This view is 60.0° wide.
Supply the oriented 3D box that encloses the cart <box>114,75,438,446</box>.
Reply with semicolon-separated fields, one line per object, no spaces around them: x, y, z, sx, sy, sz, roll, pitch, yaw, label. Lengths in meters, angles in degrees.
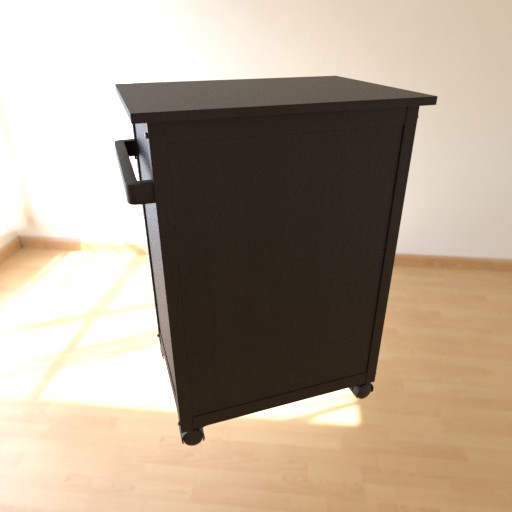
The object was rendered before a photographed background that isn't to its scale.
0.000;0.000;1.241;0.660;0.879;0.456;-9;29;-17;cart
